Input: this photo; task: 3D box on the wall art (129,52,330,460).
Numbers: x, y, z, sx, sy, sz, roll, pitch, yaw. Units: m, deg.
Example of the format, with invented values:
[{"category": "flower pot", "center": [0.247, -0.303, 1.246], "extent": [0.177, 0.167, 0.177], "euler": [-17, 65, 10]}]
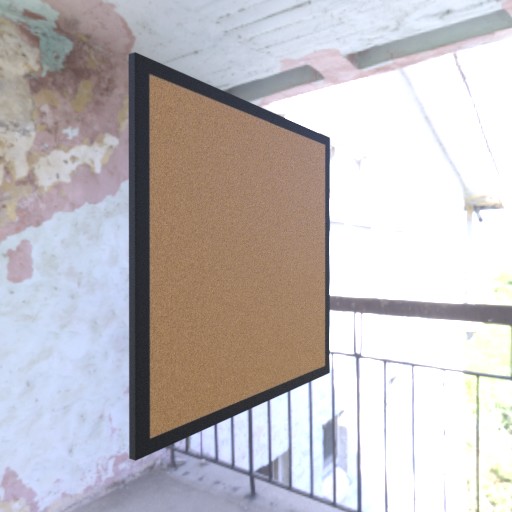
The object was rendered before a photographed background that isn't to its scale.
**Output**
[{"category": "wall art", "center": [0.000, 0.000, 0.979], "extent": [0.016, 0.659, 0.663], "euler": [0, 0, 37]}]
